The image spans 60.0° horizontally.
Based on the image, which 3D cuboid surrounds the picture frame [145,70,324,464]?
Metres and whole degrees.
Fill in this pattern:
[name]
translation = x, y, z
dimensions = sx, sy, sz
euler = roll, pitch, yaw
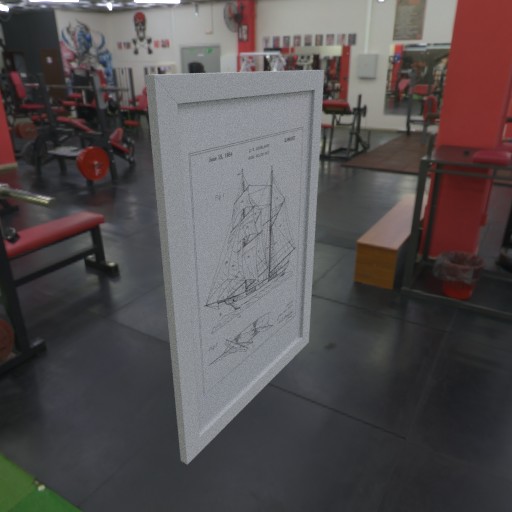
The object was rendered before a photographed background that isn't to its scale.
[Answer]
[picture frame]
translation = 0.000, 0.000, 0.598
dimensions = 0.011, 0.459, 0.326
euler = 15, 28, 31
